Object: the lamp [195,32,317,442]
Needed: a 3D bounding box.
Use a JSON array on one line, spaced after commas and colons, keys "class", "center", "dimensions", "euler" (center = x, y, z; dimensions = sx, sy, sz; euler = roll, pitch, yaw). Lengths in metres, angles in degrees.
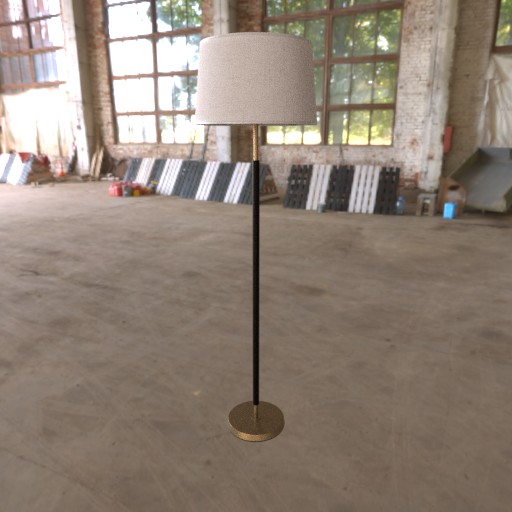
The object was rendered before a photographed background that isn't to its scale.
[{"class": "lamp", "center": [0.000, 0.000, 1.654], "dimensions": [0.420, 1.447, 0.420], "euler": [0, 16, 0]}]
